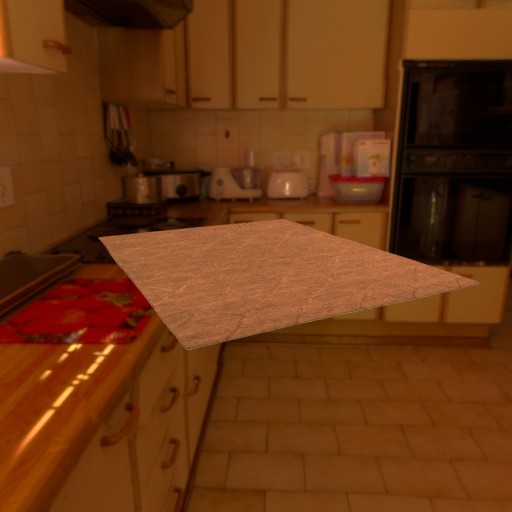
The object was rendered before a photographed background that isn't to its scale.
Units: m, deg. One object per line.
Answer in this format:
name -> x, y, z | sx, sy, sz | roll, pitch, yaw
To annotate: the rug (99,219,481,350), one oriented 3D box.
rug -> 0.000, 0.000, 4.228 | 2.438, 0.013, 3.048 | -8, 17, -26
